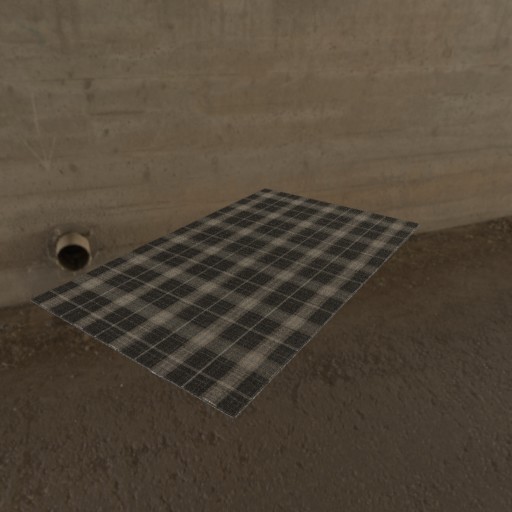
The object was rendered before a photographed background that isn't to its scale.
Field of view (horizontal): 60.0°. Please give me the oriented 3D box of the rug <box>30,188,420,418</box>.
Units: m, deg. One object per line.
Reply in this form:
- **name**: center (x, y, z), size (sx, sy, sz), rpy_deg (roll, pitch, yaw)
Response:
- **rug**: center (0.000, 0.000, 3.070), size (1.520, 0.015, 2.434), rpy_deg (18, 33, 31)
